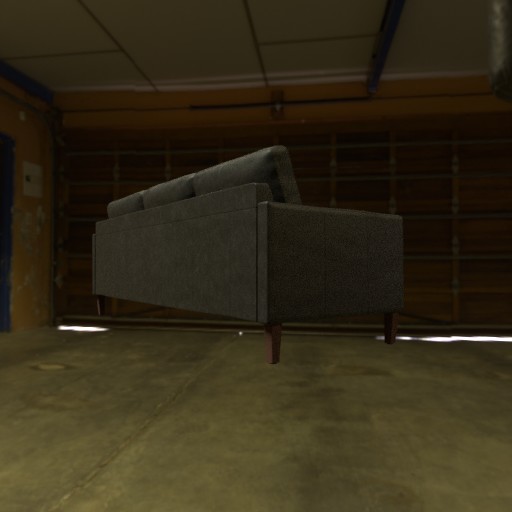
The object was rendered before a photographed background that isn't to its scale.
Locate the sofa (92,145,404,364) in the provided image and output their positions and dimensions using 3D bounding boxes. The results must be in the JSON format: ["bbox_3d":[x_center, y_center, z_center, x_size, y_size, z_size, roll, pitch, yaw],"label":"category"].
[{"bbox_3d":[0.000,0.000,2.932,1.497,0.876,2.178,1,-2,-37],"label":"sofa"}]
